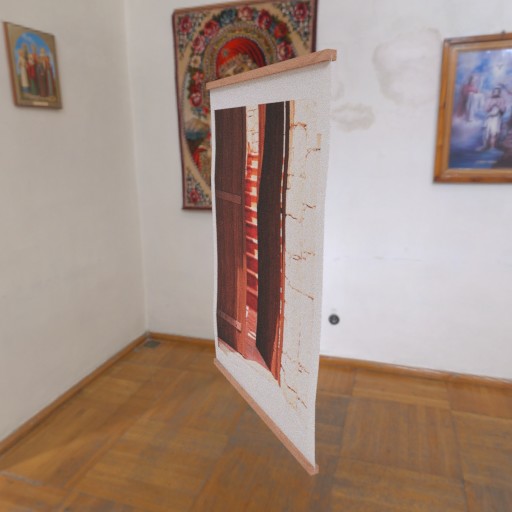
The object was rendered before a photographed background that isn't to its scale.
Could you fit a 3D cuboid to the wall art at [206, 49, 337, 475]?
[{"bbox_3d":[0.000,0.000,0.653,0.012,0.508,0.332,-8,17,-26],"label":"wall art"}]
